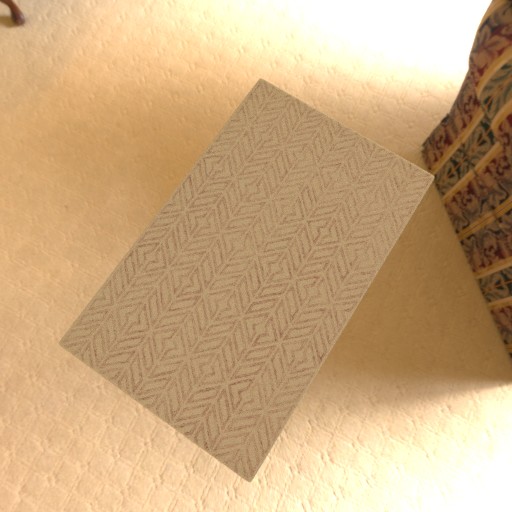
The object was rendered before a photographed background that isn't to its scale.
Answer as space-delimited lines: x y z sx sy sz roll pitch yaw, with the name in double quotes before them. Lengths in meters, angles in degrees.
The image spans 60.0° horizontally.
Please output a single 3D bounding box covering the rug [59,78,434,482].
"rug" 0.000 0.000 3.074 1.523 0.008 2.438 32 77 8
